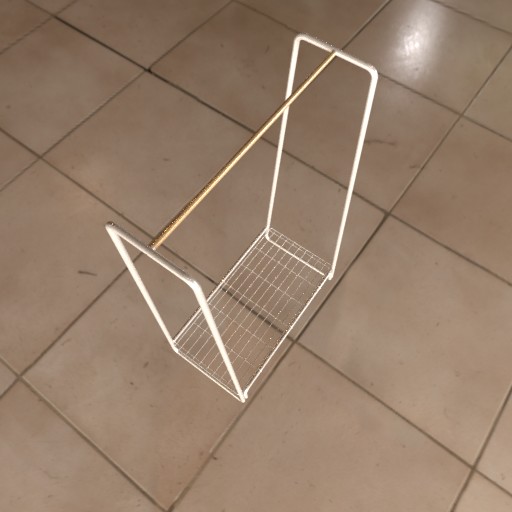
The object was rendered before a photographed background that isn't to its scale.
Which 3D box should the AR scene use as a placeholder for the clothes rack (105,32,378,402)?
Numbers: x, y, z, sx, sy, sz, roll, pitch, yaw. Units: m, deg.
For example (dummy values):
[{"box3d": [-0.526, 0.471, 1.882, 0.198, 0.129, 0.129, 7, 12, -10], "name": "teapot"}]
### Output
[{"box3d": [0.000, 0.000, 1.910, 0.495, 1.500, 0.900, 33, 68, 15], "name": "clothes rack"}]
